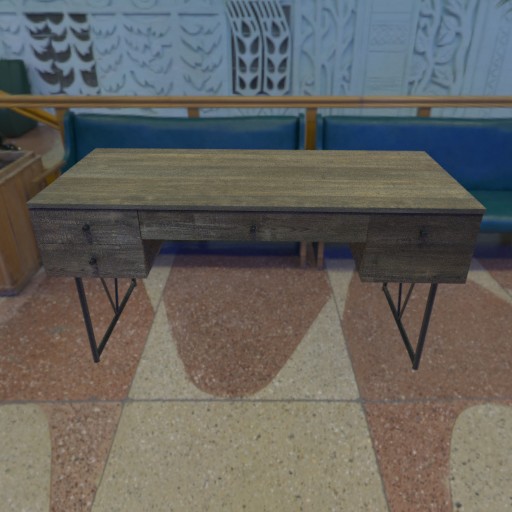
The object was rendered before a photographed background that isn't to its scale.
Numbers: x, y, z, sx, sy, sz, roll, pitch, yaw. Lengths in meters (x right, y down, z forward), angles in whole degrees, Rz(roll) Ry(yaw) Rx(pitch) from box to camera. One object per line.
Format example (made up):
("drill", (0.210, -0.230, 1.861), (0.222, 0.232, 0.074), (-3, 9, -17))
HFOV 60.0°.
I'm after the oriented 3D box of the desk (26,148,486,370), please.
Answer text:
("desk", (0.000, 0.000, 2.029), (1.600, 0.780, 0.730), (1, 29, 2))
